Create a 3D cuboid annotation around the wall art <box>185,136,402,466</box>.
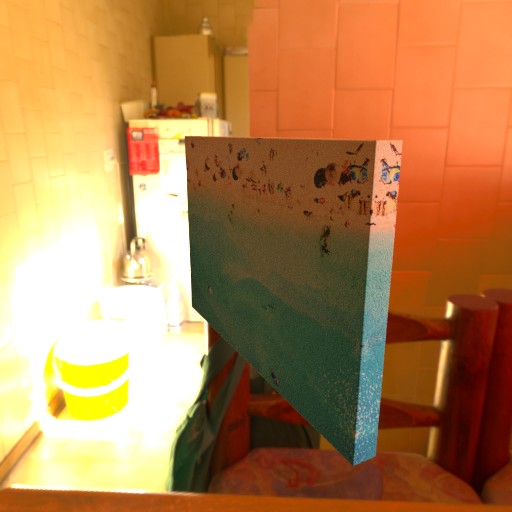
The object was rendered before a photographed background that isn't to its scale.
[{"bbox_3d":[0.000,0.000,0.783,0.039,0.406,0.609,-8,17,-27],"label":"wall art"}]
